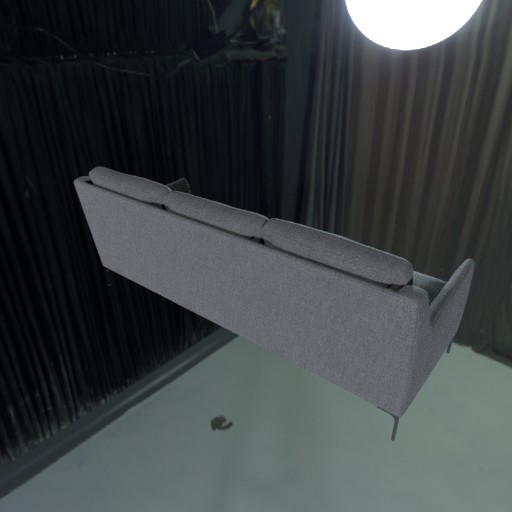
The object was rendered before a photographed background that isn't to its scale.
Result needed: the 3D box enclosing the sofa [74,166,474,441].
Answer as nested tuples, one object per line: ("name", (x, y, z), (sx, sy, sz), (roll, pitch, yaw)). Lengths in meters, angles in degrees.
("sofa", (0.000, 0.000, 2.446), (2.060, 0.837, 0.849), (20, 34, 33))
